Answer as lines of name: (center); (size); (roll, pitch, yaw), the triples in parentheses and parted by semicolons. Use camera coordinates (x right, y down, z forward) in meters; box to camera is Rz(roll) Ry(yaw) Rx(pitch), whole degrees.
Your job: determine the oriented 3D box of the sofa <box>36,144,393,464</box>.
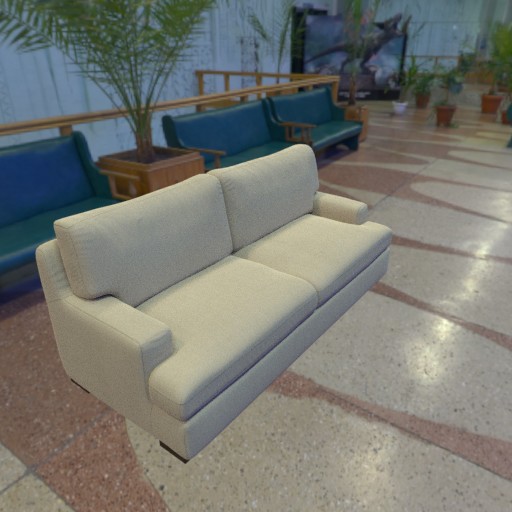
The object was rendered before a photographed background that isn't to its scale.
sofa: (0.000, 0.000, 2.638); (0.929, 0.925, 2.147); (18, 31, 33)
